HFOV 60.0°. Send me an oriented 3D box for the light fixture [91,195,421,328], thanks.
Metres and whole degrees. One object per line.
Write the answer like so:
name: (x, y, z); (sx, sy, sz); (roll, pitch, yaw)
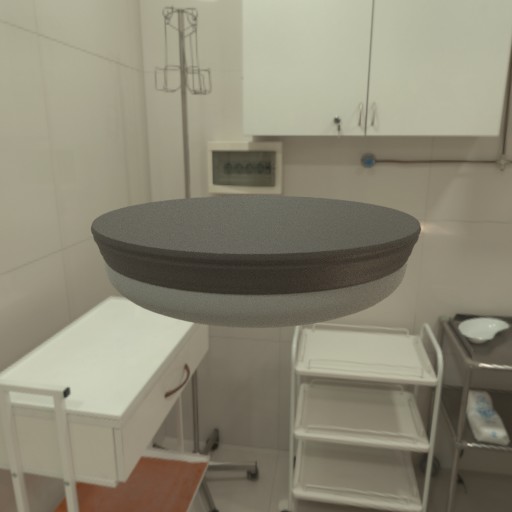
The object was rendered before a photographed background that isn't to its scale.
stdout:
light fixture: (0.000, 0.000, 0.537); (0.368, 0.100, 0.368); (0, 15, 0)
